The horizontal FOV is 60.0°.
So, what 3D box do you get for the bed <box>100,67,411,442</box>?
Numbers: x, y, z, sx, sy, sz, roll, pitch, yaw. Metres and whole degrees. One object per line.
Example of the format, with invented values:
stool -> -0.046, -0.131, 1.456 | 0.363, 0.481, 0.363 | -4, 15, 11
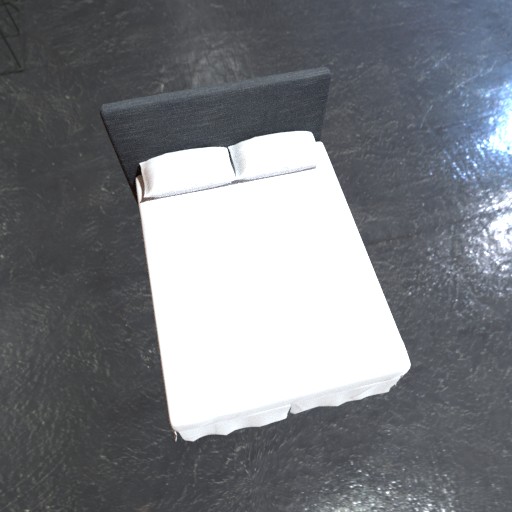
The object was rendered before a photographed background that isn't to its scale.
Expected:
bed -> 0.000, 0.000, 3.213 | 1.723, 1.330, 2.142 | -12, 63, -6
